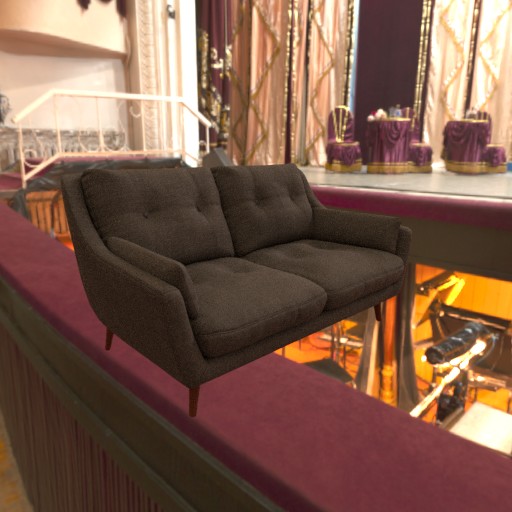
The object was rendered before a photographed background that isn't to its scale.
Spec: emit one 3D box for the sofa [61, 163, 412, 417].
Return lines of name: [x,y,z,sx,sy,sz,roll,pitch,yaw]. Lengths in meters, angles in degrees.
sofa: [0.000,0.000,2.244,1.646,0.887,0.976,-13,19,-43]
